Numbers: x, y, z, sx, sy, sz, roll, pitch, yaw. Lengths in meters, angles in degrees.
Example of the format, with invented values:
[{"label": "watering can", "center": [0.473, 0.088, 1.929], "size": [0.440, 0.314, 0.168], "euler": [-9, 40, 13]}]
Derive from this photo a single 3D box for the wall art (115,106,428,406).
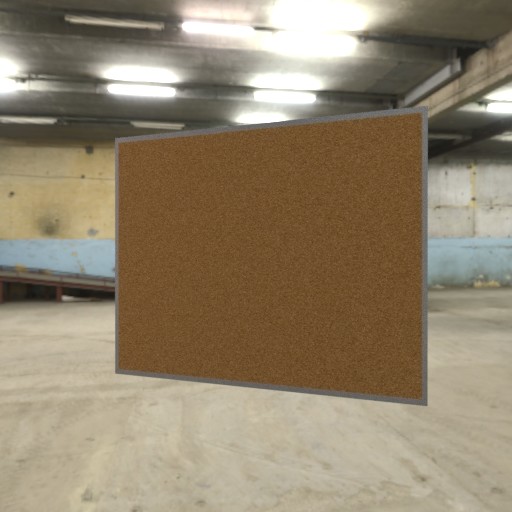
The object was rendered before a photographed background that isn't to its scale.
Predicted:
[{"label": "wall art", "center": [0.000, 0.000, 0.773], "size": [0.557, 0.450, 0.037], "euler": [0, 0, 19]}]
